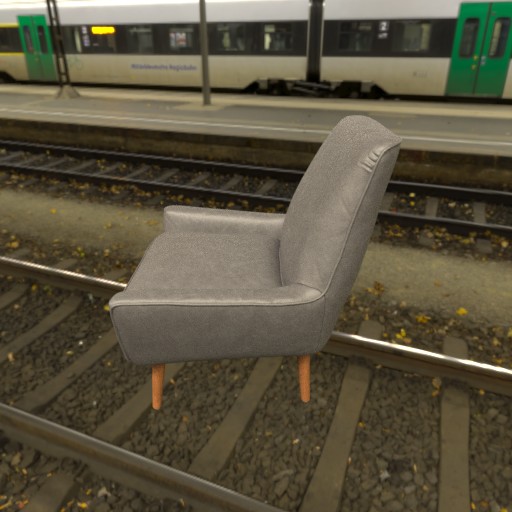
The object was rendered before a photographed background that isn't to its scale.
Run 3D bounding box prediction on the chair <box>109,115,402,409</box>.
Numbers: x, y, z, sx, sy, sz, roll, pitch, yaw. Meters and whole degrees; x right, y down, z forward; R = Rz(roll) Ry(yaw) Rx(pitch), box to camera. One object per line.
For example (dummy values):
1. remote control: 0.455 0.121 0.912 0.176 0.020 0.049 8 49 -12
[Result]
1. chair: 0.000 0.000 1.534 0.822 0.888 0.787 0 26 1
